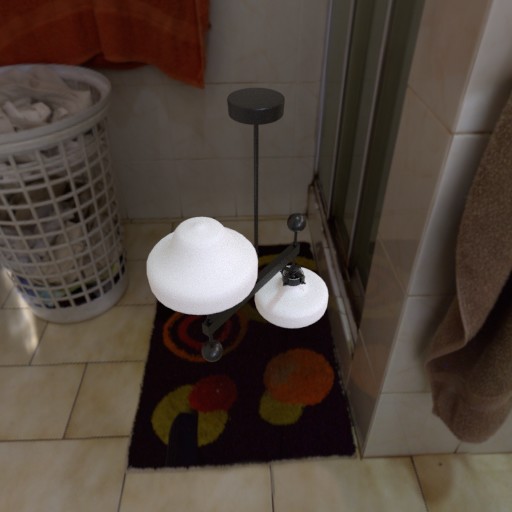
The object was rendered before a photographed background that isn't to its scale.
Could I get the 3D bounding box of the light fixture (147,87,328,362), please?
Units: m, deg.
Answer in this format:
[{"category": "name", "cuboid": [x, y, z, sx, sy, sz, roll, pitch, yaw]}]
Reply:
[{"category": "light fixture", "cuboid": [0.000, 0.000, 1.032, 0.422, 0.743, 0.489, 0, 40, 0]}]
